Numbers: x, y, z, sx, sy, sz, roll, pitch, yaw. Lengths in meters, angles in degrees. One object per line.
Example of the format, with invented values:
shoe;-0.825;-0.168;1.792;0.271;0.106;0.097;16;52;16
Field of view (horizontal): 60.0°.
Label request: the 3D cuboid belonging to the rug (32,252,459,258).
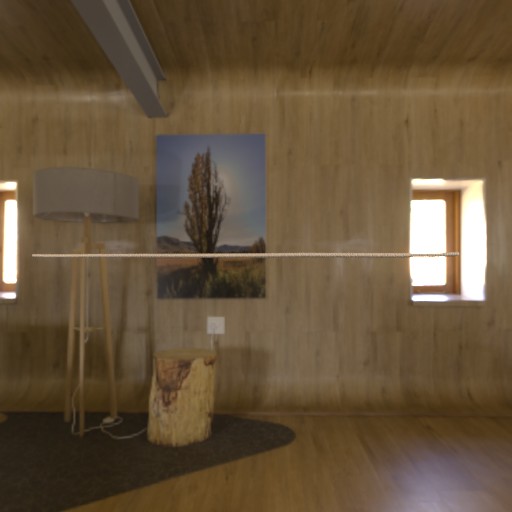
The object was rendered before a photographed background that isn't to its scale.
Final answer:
rug;0.000;0.000;3.156;2.459;0.023;1.575;0;0;17
